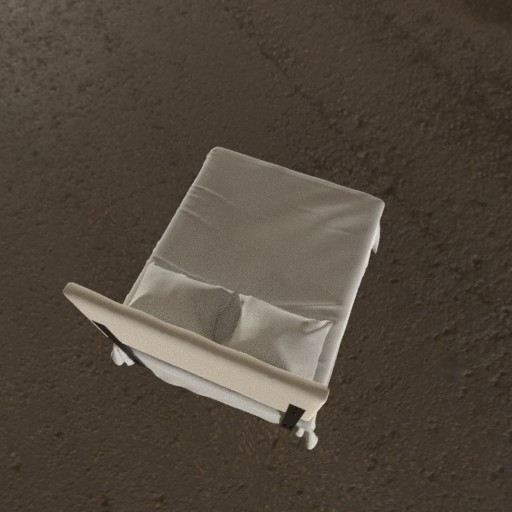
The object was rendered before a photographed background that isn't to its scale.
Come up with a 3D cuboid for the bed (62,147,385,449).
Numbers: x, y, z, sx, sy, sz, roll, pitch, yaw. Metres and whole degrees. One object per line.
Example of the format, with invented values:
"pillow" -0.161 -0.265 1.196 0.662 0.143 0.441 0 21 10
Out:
"bed" 0.000 0.000 3.562 1.936 1.577 2.222 20 65 10
